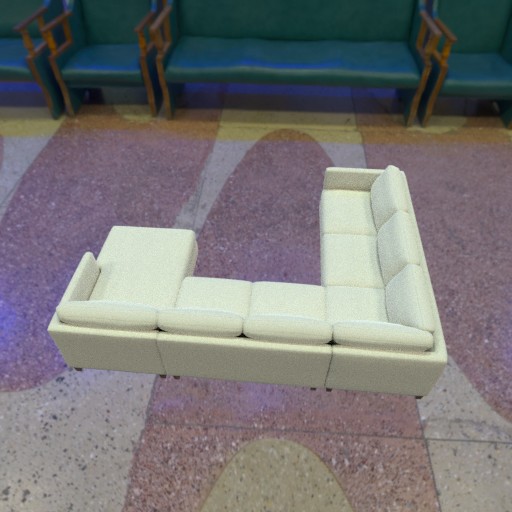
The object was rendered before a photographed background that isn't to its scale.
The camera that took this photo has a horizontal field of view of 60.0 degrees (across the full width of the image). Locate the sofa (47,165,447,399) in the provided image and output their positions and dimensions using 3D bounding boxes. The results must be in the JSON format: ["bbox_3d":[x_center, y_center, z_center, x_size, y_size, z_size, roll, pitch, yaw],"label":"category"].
[{"bbox_3d":[0.000,0.000,4.553,3.238,0.853,2.551,4,46,4],"label":"sofa"}]
